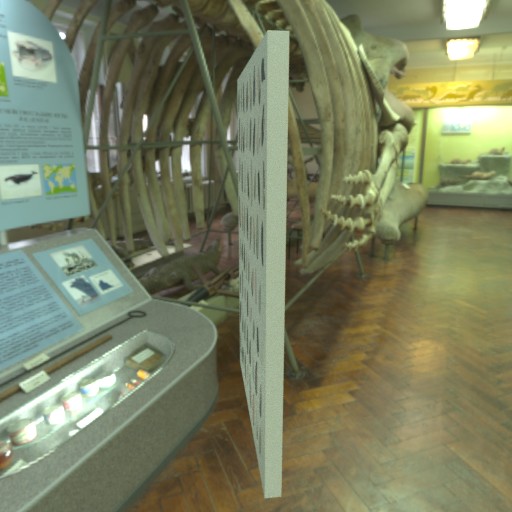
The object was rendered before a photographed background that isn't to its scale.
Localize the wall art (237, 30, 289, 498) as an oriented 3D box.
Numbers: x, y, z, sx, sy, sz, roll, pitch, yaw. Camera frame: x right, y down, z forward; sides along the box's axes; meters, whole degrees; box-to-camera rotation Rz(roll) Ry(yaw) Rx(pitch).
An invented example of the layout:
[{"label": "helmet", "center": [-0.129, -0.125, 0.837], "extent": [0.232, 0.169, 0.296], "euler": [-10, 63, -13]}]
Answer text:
[{"label": "wall art", "center": [0.000, 0.000, 0.749], "extent": [0.025, 0.608, 0.405], "euler": [-2, 15, -7]}]
